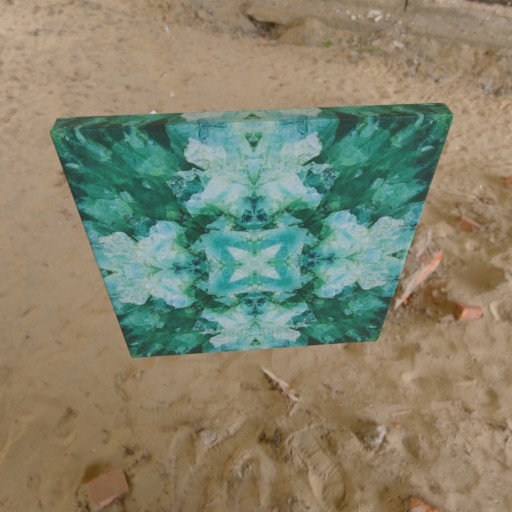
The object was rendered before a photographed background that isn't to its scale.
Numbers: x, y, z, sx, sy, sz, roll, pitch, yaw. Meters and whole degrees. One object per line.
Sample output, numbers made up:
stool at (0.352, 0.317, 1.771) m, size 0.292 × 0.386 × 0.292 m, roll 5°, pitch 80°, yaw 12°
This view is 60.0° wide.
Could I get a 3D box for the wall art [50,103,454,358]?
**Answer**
wall art at (0.000, 0.000, 0.743) m, size 0.507 × 0.508 × 0.038 m, roll -3°, pitch 45°, yaw -3°
